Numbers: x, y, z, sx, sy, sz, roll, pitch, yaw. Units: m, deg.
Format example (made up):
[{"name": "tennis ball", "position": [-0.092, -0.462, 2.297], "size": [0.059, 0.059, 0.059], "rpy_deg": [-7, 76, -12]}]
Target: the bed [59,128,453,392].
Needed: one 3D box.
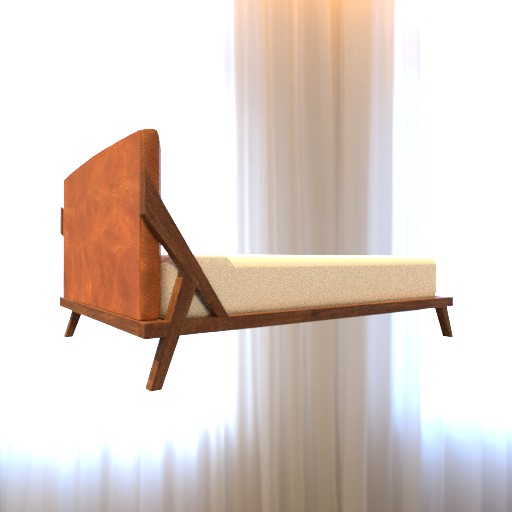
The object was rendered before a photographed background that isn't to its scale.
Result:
[{"name": "bed", "position": [0.000, 0.000, 3.198], "size": [2.311, 1.168, 1.651], "rpy_deg": [0, -1, -35]}]
